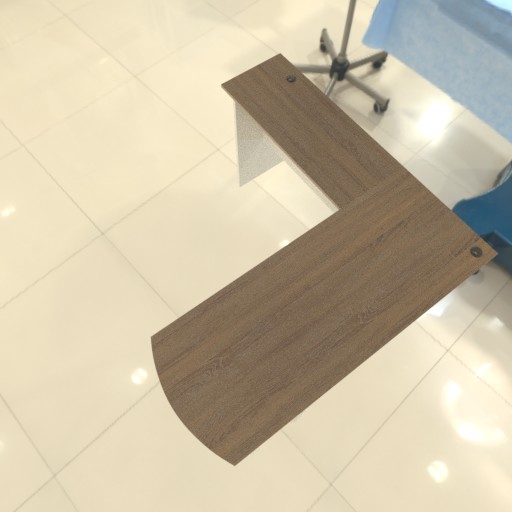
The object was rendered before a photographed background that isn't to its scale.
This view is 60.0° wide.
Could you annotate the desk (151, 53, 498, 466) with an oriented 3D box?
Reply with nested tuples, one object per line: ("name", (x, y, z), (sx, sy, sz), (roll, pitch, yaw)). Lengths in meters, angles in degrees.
("desk", (0.000, 0.000, 2.086), (1.303, 0.716, 1.361), (-34, 69, -15))
